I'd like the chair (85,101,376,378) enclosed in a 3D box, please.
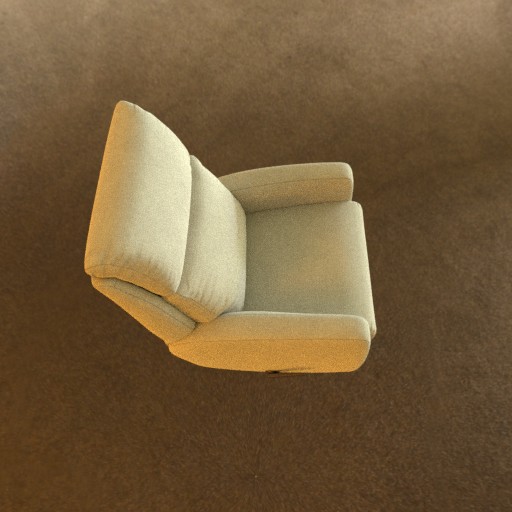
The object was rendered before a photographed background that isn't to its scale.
[{"bbox_3d":[0.000,0.000,1.705,0.941,1.015,0.812,0,64,0],"label":"chair"}]
